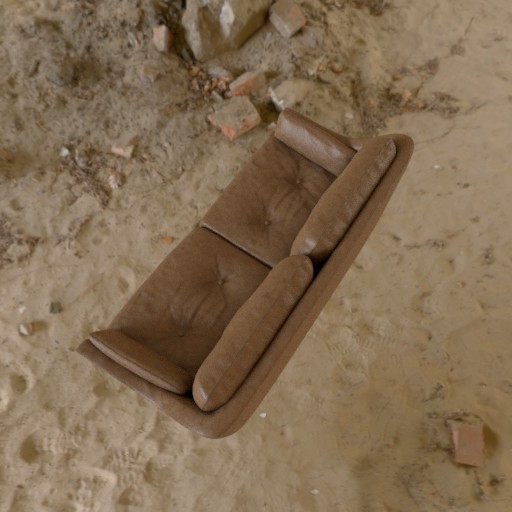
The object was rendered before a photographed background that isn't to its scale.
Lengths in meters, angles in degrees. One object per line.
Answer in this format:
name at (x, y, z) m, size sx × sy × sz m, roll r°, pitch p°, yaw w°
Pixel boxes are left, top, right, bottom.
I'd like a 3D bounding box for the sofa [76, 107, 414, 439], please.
sofa at (0.000, 0.000, 2.466) m, size 0.904 × 0.839 × 1.902 m, roll 32°, pitch 69°, yaw 14°
